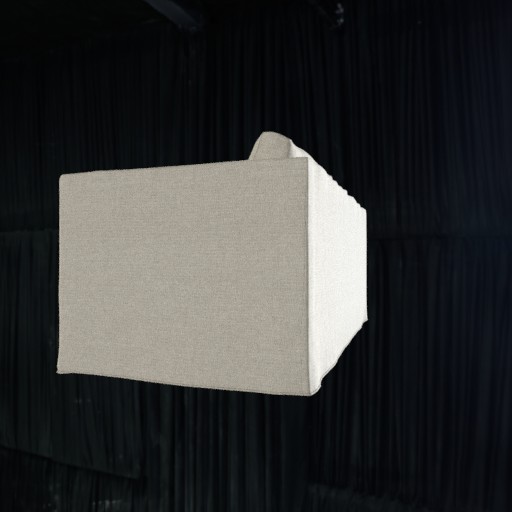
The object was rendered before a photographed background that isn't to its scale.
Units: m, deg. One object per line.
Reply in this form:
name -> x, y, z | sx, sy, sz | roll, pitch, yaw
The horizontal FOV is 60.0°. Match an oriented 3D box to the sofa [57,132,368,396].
sofa -> 0.000, 0.000, 2.250 | 0.956, 0.828, 1.766 | 0, 0, 19
